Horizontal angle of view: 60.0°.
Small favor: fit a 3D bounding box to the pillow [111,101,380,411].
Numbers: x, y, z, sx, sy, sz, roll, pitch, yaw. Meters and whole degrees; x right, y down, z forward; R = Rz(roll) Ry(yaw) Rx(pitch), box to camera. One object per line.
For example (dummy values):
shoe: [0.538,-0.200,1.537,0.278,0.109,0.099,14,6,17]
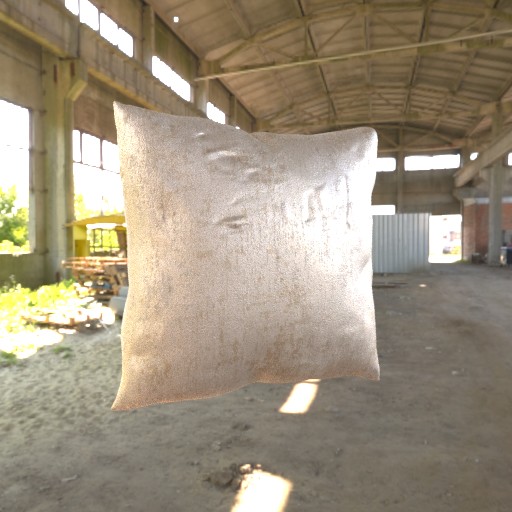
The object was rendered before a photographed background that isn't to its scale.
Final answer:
pillow: [0.000,0.000,0.721,0.450,0.448,0.245,0,1,-18]
